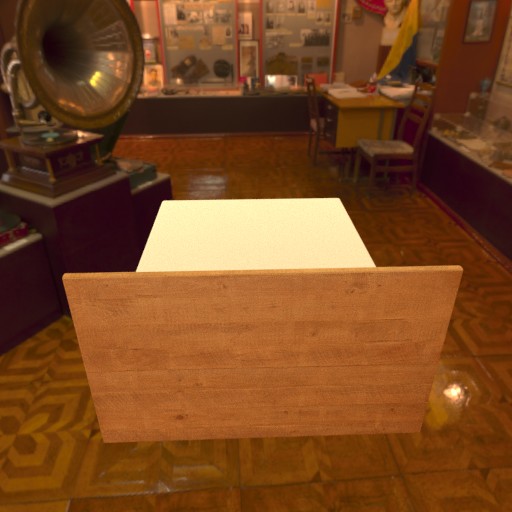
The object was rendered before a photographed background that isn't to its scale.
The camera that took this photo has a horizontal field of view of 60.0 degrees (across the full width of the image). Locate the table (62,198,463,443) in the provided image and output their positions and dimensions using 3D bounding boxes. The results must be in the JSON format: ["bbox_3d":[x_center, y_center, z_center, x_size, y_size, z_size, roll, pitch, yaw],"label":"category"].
[{"bbox_3d":[0.000,0.000,3.069,1.707,1.041,2.149,-1,29,-2],"label":"table"}]
